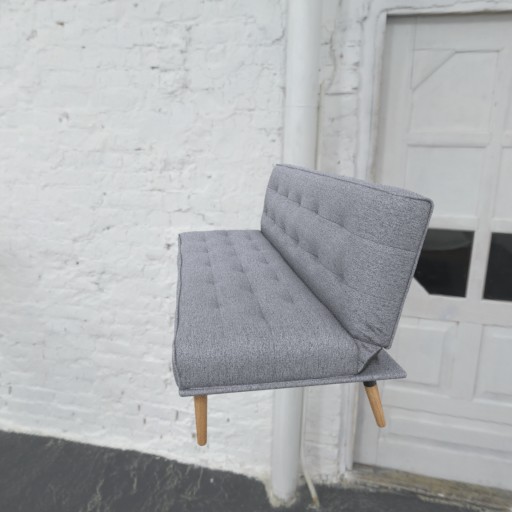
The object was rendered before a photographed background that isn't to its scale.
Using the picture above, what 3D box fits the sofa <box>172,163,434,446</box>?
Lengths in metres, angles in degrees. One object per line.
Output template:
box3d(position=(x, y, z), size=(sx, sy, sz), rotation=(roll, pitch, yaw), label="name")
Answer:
box3d(position=(0.000, 0.000, 2.229), size=(0.810, 0.830, 1.820), rotation=(-2, 15, -9), label="sofa")
